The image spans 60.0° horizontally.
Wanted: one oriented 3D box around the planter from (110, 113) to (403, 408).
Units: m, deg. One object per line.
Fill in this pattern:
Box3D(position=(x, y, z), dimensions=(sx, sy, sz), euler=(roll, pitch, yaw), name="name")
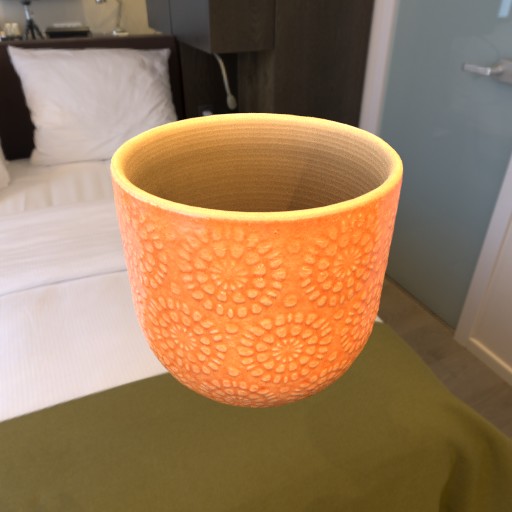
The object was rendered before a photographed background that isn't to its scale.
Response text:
Box3D(position=(0.000, 0.000, 0.294), dimensions=(0.170, 0.152, 0.170), euler=(0, 32, 0), name="planter")
